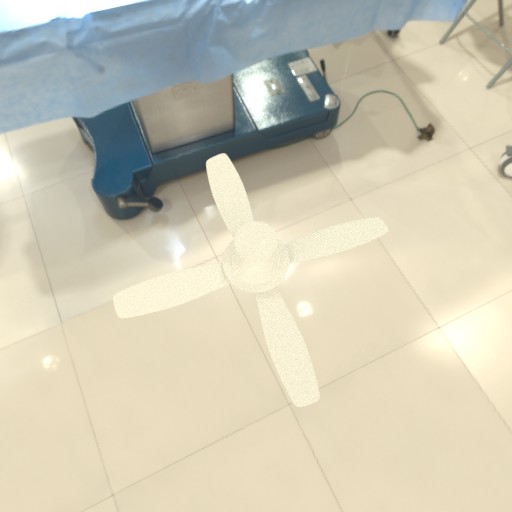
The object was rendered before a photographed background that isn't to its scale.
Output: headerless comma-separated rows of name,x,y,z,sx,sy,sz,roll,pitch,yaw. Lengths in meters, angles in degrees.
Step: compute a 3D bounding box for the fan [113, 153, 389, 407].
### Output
fan,0.000,0.000,2.543,1.694,0.382,1.693,-17,65,-8
